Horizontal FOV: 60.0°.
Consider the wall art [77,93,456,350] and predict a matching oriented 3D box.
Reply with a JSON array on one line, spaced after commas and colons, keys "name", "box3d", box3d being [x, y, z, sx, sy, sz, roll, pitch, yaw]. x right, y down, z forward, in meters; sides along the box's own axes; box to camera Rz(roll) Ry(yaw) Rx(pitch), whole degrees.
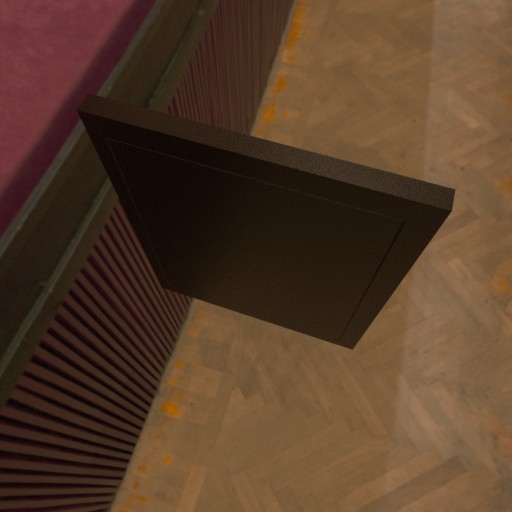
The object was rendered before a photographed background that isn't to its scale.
[{"name": "wall art", "box3d": [0.000, 0.000, 0.771, 0.461, 0.558, 0.031, 17, 64, 9]}]
